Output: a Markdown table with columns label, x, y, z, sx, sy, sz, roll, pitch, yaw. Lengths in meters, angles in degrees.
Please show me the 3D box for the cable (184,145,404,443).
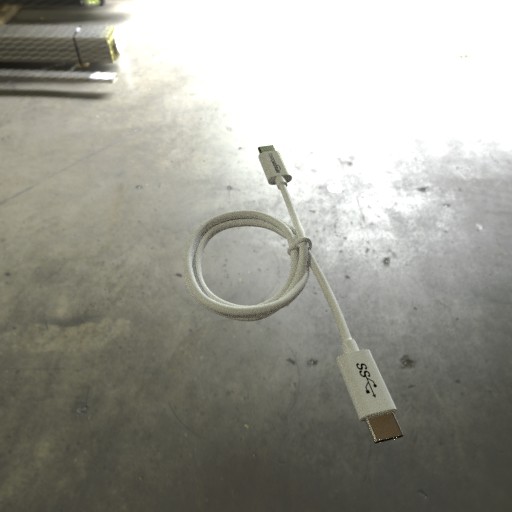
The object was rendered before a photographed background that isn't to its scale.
| label | x | y | z | sx | sy | sz | roll | pitch | yaw |
| --- | --- | --- | --- | --- | --- | --- | --- | --- | --- |
| cable | 0.000 | 0.000 | 0.211 | 0.070 | 0.014 | 0.186 | -9 | 48 | -9 |
